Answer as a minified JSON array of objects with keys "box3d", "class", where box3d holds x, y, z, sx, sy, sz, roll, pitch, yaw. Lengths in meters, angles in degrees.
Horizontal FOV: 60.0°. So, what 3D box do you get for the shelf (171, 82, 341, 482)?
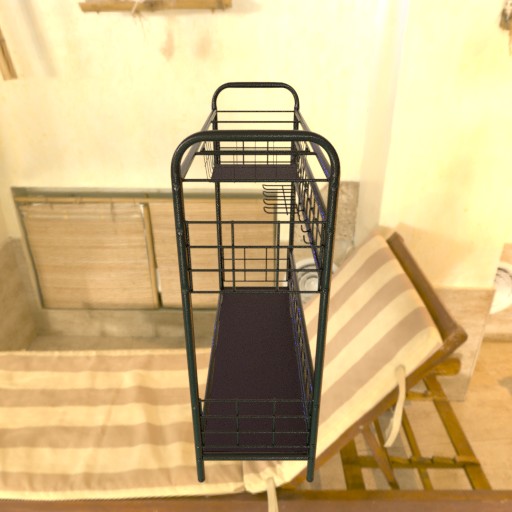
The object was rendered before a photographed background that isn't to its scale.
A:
[{"box3d":[0.000,0.000,1.515,0.350,1.026,0.961,0,27,0],"class":"shelf"}]
